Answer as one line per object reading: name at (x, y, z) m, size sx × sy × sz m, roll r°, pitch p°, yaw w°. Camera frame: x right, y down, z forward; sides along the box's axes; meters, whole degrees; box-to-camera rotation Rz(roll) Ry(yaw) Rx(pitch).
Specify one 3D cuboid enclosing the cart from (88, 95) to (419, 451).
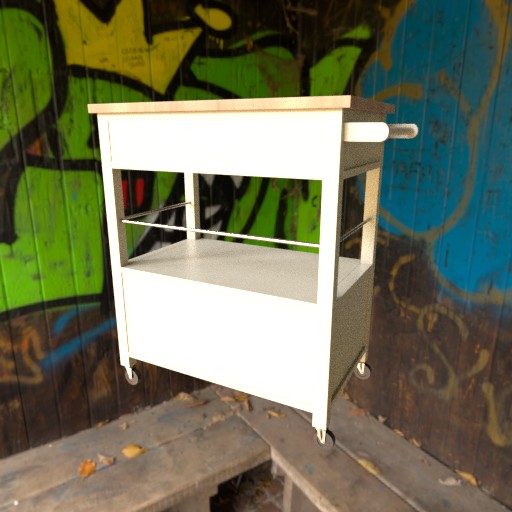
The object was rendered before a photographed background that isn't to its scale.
cart at (0.000, 0.000, 1.389) m, size 0.840 × 0.901 × 0.459 m, roll 8°, pitch 18°, yaw 27°
